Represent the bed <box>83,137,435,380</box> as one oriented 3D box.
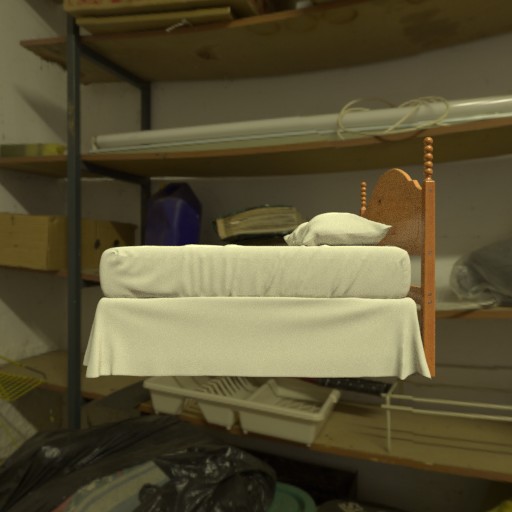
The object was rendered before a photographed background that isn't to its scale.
[{"bbox_3d":[0.000,0.000,3.317,2.040,1.356,1.873,0,0,1],"label":"bed"}]
